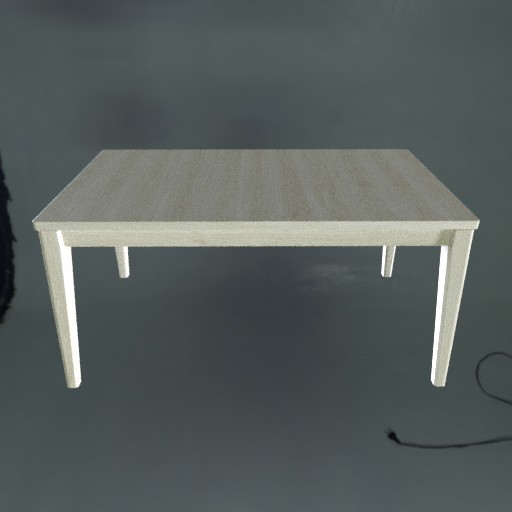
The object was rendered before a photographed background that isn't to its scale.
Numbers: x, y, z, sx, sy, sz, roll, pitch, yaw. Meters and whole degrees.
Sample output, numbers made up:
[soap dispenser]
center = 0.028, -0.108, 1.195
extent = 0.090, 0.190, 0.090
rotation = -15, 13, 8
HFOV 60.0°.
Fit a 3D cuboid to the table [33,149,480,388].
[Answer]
[table]
center = 0.000, 0.000, 2.071
extent = 1.600, 0.760, 0.900
rotation = 0, 30, 0
